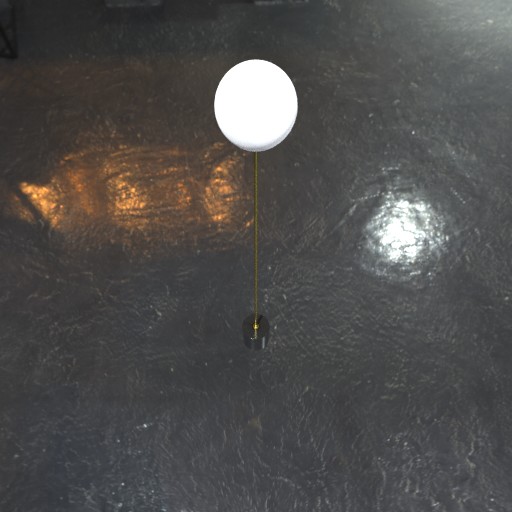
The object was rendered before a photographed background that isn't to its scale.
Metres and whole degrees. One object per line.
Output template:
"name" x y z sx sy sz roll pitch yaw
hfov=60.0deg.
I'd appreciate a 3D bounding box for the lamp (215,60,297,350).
"lamp" 0.000 0.000 1.857 0.229 1.748 0.229 -2 57 -1
